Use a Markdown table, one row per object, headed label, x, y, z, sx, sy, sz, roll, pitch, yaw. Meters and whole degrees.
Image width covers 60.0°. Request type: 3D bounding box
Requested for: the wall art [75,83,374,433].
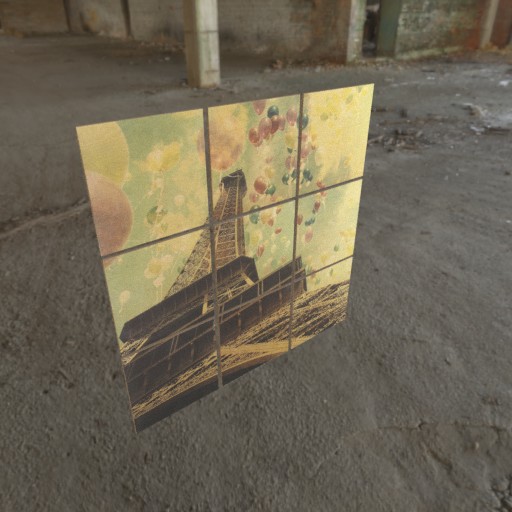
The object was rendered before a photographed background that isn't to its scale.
| label | x | y | z | sx | sy | sz | roll | pitch | yaw |
| --- | --- | --- | --- | --- | --- | --- | --- | --- | --- |
| wall art | 0.000 | 0.000 | 1.809 | 1.219 | 1.218 | 0.013 | -21 | 36 | -32 |
